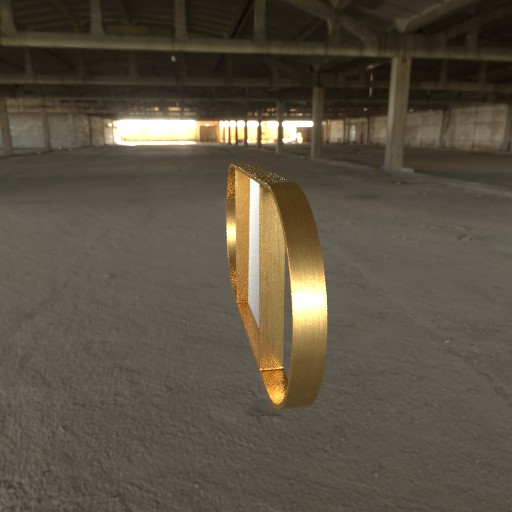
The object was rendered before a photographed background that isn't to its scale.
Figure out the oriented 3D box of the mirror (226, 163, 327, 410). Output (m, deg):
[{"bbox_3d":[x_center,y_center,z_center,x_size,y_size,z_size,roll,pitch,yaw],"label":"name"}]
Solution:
[{"bbox_3d":[0.000,0.000,0.669,0.032,0.254,0.584,-3,16,-9],"label":"mirror"}]
